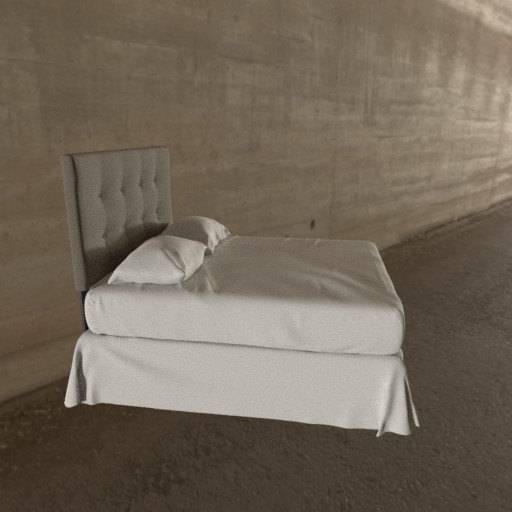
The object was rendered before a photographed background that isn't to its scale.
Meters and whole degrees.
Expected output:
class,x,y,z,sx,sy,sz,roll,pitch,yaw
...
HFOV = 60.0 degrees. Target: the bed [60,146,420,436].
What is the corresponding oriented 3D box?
class,x,y,z,sx,sy,sz,roll,pitch,yaw
bed,0.000,0.000,3.380,2.222,1.577,1.936,2,16,9
